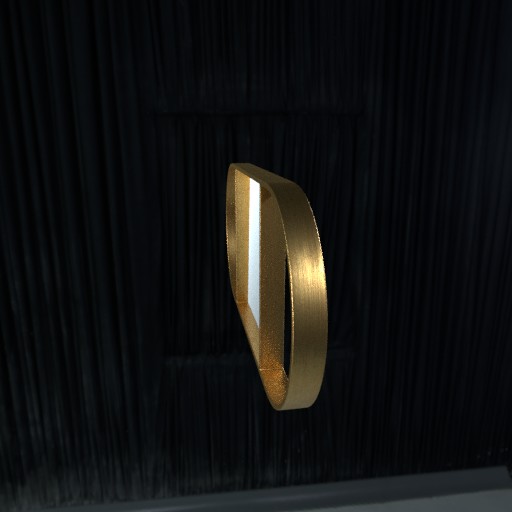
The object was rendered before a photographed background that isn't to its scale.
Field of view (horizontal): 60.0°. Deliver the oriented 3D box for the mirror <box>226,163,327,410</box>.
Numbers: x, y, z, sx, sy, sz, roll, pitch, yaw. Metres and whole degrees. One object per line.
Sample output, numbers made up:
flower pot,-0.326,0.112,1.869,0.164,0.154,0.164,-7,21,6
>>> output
mirror,0.000,0.000,0.669,0.032,0.254,0.584,-3,16,-9
